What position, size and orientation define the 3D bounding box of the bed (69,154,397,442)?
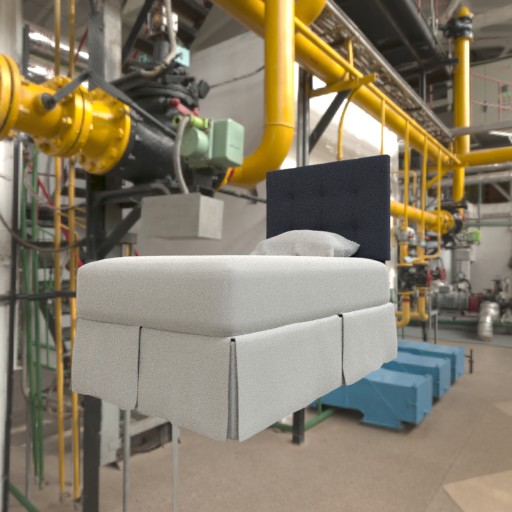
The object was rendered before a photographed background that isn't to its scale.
[{"bbox_3d":[0.000,0.000,2.955,1.261,1.571,1.997,0,-1,37],"label":"bed"}]
